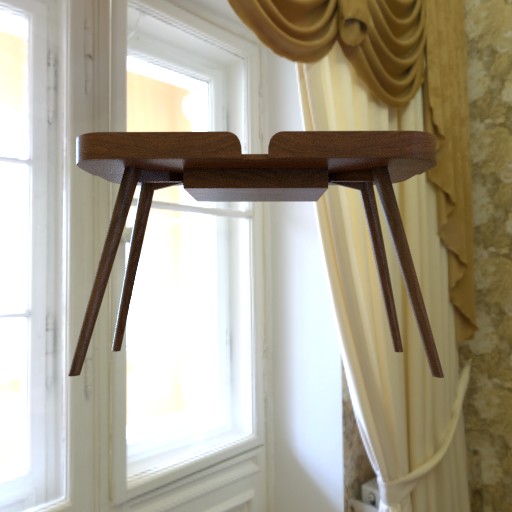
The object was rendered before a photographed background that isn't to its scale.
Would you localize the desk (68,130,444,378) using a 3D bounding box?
[{"bbox_3d":[0.000,0.000,1.675,1.256,0.800,0.486,0,-1,1],"label":"desk"}]
